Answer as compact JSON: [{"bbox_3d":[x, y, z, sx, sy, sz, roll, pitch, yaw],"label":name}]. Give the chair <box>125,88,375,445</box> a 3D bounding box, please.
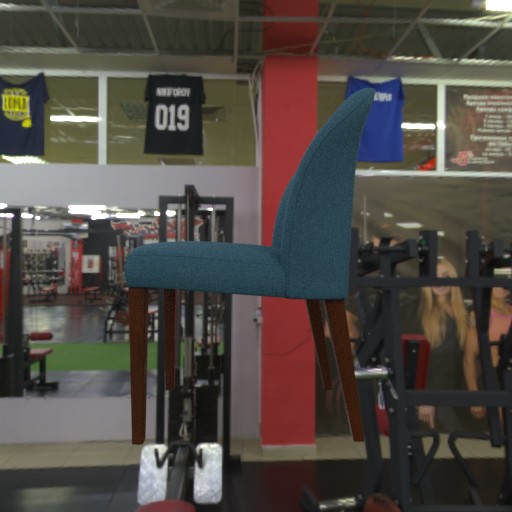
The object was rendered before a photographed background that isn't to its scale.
[{"bbox_3d":[0.000,0.000,1.246,0.620,0.879,0.507,0,0,-1],"label":"chair"}]
